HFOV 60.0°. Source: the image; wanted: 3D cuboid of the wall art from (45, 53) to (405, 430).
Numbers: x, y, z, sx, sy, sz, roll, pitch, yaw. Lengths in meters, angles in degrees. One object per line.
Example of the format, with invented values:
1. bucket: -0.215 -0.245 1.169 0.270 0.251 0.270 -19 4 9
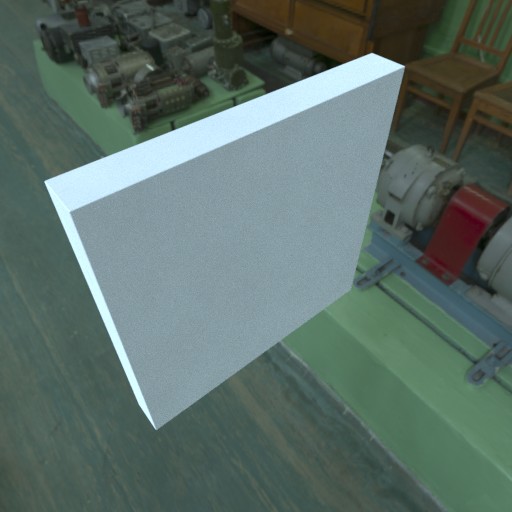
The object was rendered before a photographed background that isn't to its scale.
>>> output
1. wall art: 0.000 0.000 0.438 0.305 0.305 0.038 -31 54 -26
